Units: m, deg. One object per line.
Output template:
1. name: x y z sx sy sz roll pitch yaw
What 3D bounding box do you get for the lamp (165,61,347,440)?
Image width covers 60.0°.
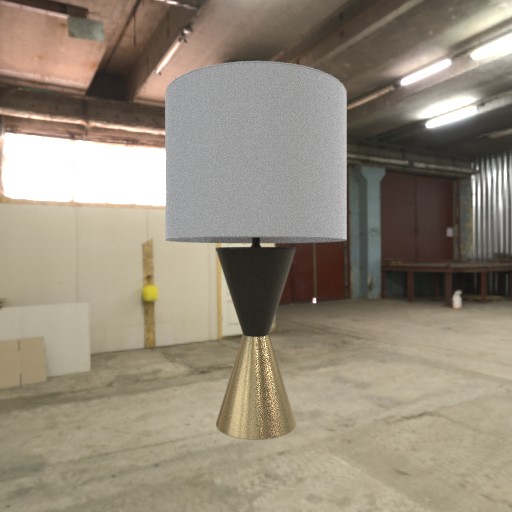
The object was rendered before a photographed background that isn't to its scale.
1. lamp: 0.000 0.000 0.759 0.304 0.573 0.304 0 0 -1
